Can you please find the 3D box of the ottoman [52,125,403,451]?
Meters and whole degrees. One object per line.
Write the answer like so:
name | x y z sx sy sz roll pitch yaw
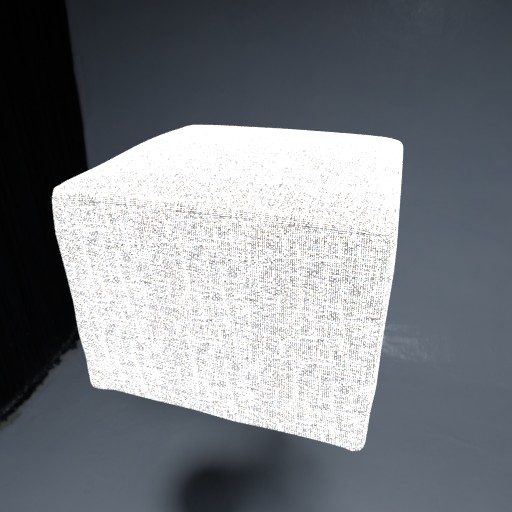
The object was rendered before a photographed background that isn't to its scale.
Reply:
ottoman | 0.000 0.000 0.898 0.521 0.453 0.512 8 29 15
